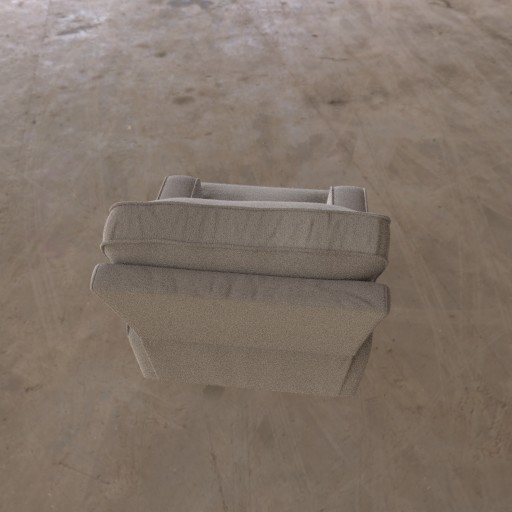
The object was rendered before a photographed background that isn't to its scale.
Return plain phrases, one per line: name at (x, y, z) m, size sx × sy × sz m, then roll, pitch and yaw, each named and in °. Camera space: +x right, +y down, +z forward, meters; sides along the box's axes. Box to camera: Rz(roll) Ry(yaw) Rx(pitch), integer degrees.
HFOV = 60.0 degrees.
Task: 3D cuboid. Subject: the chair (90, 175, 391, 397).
chair at (0.000, 0.000, 1.660) m, size 0.861 × 0.964 × 0.969 m, roll 4°, pitch 47°, yaw 4°
